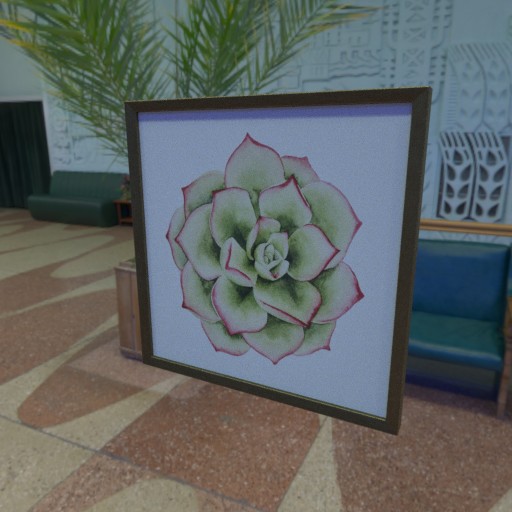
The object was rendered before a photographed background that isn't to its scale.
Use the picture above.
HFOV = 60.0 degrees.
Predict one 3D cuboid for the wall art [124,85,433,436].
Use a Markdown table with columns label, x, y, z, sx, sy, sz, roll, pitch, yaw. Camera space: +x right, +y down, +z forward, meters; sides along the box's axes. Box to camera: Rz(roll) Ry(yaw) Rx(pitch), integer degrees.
| label | x | y | z | sx | sy | sz | roll | pitch | yaw |
| --- | --- | --- | --- | --- | --- | --- | --- | --- | --- |
| wall art | 0.000 | 0.000 | 0.741 | 0.503 | 0.506 | 0.031 | 7 | 16 | 26 |
